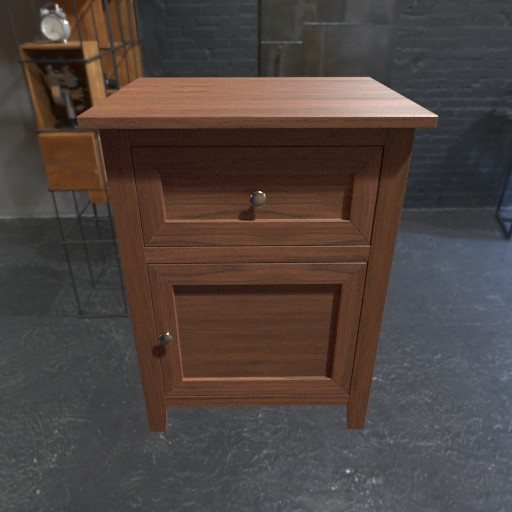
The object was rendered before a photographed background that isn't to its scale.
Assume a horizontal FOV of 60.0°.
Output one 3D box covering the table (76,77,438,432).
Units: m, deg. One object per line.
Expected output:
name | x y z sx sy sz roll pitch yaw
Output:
table | 0.000 0.000 0.908 0.480 0.636 0.381 0 29 -1
